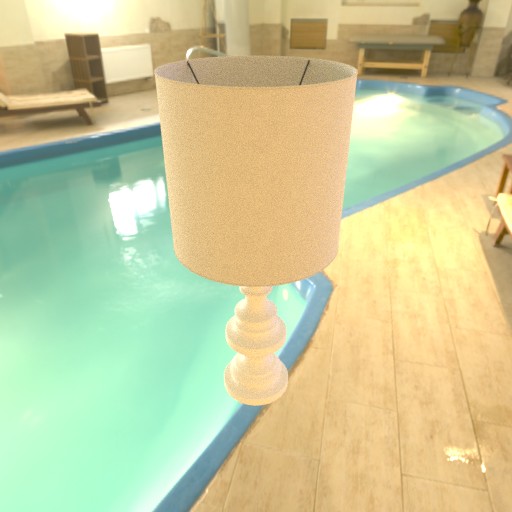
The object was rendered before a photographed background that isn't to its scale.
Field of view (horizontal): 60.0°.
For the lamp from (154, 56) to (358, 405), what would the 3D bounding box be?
[{"bbox_3d":[0.000,0.000,0.579,0.208,0.455,0.208,10,32,16],"label":"lamp"}]
